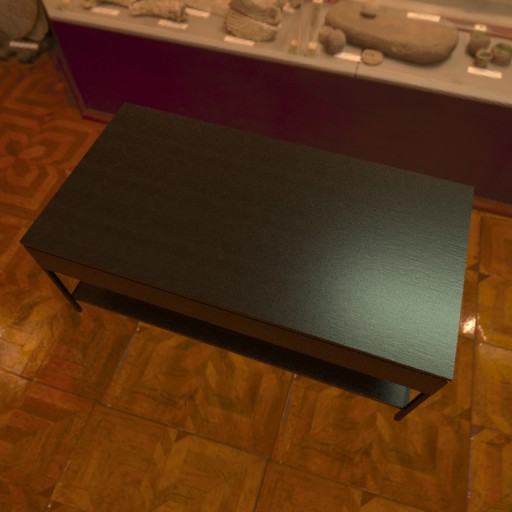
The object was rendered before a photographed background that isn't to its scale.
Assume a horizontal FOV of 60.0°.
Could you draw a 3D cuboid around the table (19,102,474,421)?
[{"bbox_3d":[0.000,0.000,1.375,1.095,0.435,0.574,16,59,10],"label":"table"}]
